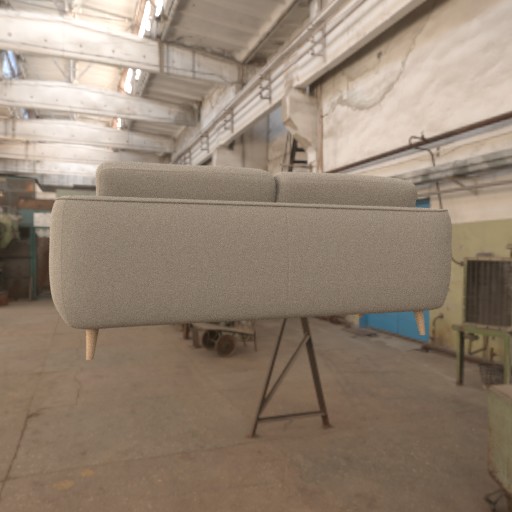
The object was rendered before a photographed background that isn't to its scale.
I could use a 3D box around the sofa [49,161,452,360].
[{"bbox_3d":[0.000,0.000,2.415,2.000,0.850,0.920,0,1,-19],"label":"sofa"}]
